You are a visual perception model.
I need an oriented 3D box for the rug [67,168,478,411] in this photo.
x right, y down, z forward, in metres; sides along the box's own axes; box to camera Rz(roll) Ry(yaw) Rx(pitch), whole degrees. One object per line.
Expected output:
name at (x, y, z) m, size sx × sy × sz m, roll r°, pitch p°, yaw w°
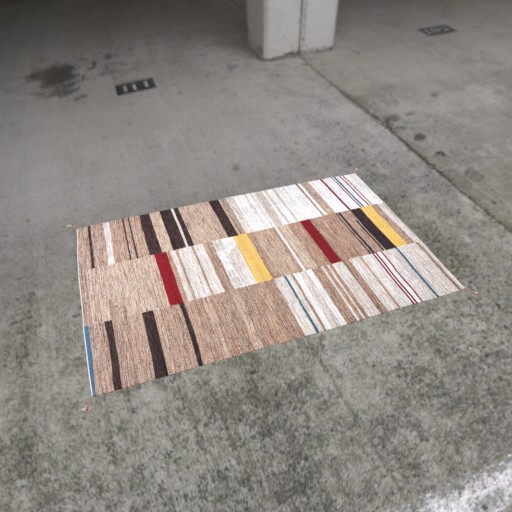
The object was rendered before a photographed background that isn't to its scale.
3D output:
rug at (0.000, 0.000, 2.390) m, size 1.918 × 0.007 × 1.268 m, roll -13°, pitch 44°, yaw -14°
